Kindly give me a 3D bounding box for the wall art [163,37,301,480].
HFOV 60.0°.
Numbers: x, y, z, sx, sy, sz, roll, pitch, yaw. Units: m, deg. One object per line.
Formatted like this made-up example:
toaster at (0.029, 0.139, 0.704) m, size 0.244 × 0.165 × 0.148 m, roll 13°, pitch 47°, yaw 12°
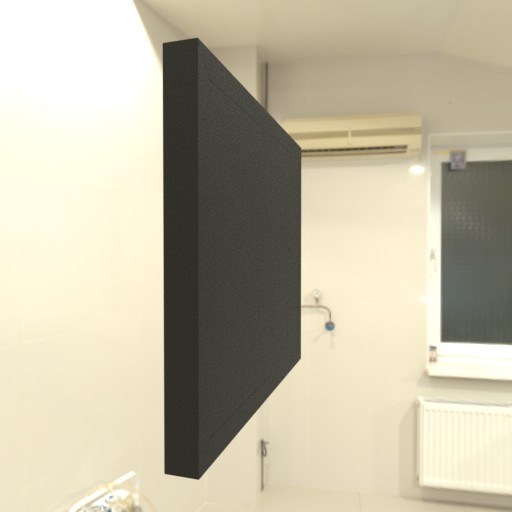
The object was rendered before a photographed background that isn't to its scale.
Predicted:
wall art at (0.000, 0.000, 0.516) m, size 0.029 × 0.330 × 0.381 m, roll 0°, pitch 1°, yaw 17°
